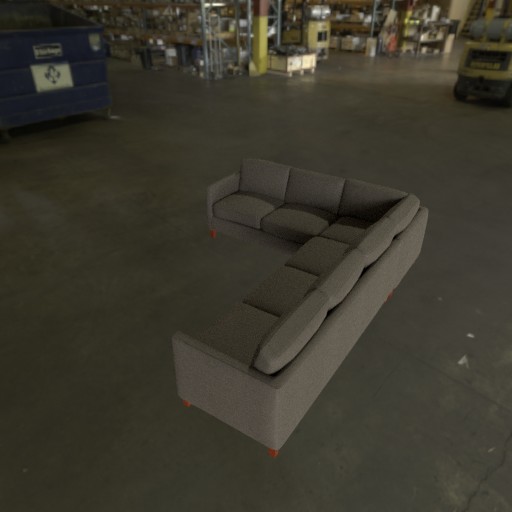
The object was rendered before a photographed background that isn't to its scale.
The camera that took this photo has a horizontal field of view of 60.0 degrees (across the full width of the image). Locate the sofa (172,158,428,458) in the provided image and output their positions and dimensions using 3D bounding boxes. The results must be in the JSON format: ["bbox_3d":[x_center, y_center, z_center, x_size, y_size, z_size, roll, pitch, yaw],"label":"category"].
[{"bbox_3d":[0.000,0.000,4.605,2.593,0.947,3.302,19,35,29],"label":"sofa"}]
